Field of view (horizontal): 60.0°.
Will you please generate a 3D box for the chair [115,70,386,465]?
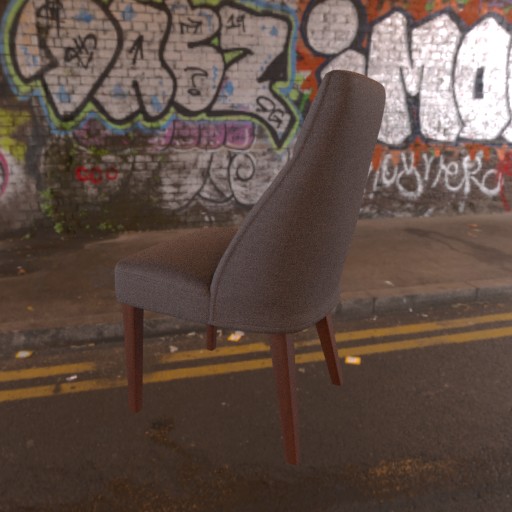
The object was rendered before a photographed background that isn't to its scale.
[{"bbox_3d":[0.000,0.000,1.254,0.620,0.930,0.500,8,18,25],"label":"chair"}]
